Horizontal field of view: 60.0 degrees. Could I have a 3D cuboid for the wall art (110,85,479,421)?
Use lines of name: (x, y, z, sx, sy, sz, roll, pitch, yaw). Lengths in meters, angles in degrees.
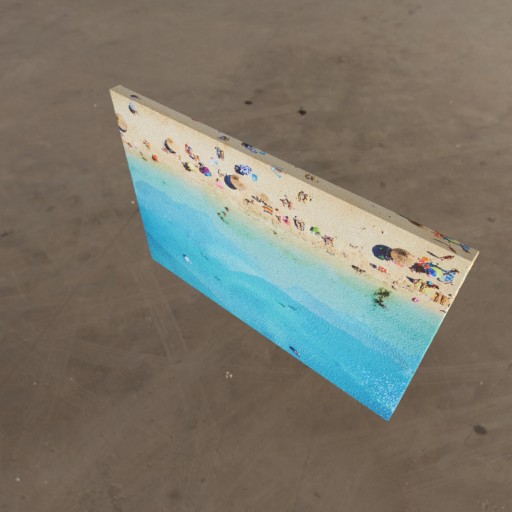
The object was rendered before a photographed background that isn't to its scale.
wall art: (0.000, 0.000, 1.411, 1.136, 0.769, 0.040, 31, 54, 26)
